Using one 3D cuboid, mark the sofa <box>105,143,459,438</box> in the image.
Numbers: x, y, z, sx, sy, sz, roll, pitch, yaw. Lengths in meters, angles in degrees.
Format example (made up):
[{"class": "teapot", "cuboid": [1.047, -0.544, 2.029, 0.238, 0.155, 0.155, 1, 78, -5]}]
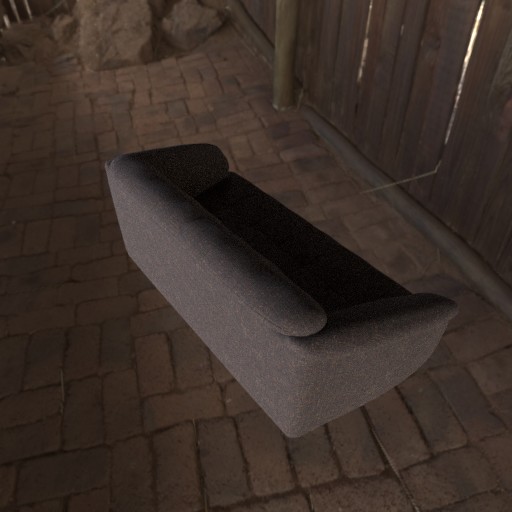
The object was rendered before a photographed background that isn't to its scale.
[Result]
[{"class": "sofa", "cuboid": [0.000, 0.000, 2.302, 0.887, 0.790, 1.849, -27, 48, -28]}]
